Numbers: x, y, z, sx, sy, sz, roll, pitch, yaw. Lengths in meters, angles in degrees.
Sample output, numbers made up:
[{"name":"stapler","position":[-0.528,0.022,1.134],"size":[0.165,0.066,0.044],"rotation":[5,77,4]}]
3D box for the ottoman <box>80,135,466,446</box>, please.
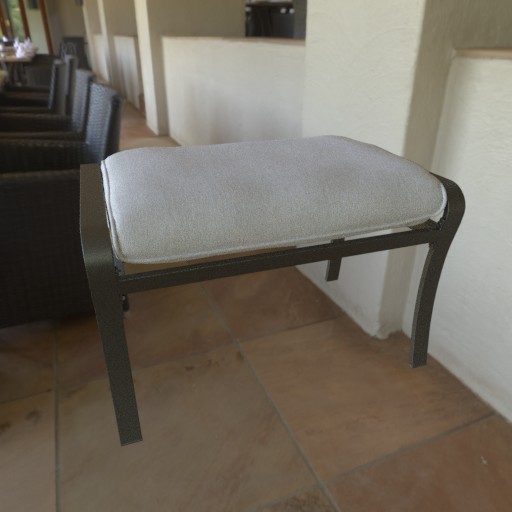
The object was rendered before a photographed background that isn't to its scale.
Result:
[{"name":"ottoman","position":[0.000,0.000,0.891],"size":[0.610,0.422,0.406],"rotation":[-9,28,-17]}]
